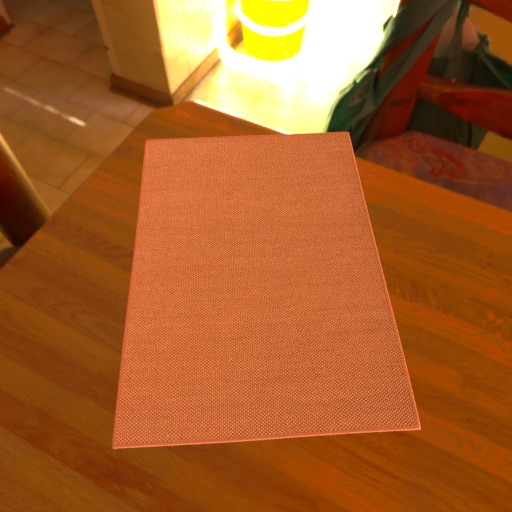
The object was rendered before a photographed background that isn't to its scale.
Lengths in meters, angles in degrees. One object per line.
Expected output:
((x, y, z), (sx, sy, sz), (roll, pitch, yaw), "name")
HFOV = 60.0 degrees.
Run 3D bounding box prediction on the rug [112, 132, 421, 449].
((0.000, 0.000, 2.739), (1.524, 0.013, 2.134), (-3, 58, -2), "rug")
